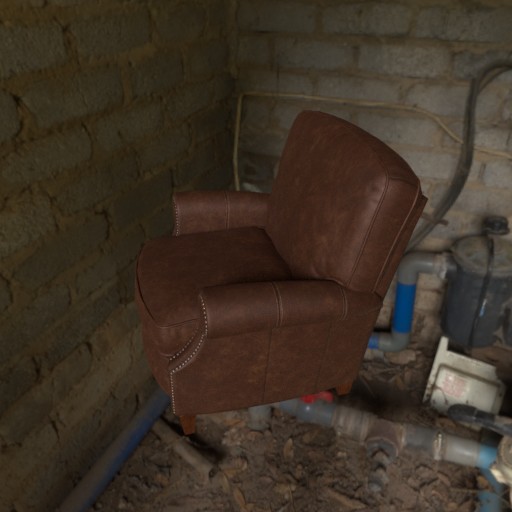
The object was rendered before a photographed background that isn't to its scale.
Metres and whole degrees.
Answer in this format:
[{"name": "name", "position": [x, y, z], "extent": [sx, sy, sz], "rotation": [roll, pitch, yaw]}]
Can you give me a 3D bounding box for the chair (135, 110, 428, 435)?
[{"name": "chair", "position": [0.000, 0.000, 1.788], "extent": [0.986, 1.018, 0.936], "rotation": [-8, 33, -13]}]
